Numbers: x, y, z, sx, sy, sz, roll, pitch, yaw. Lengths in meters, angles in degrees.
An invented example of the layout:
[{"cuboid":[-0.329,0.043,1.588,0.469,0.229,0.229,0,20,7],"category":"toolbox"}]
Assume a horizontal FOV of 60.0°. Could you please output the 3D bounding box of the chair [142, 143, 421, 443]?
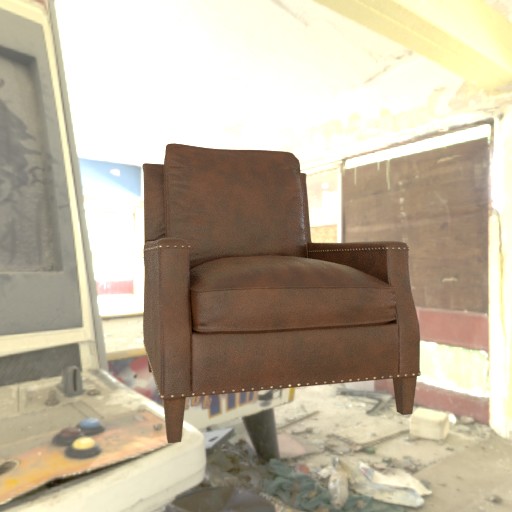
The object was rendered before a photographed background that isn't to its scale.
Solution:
[{"cuboid":[0.000,0.000,1.802,0.854,1.054,1.035,0,0,-17],"category":"chair"}]
